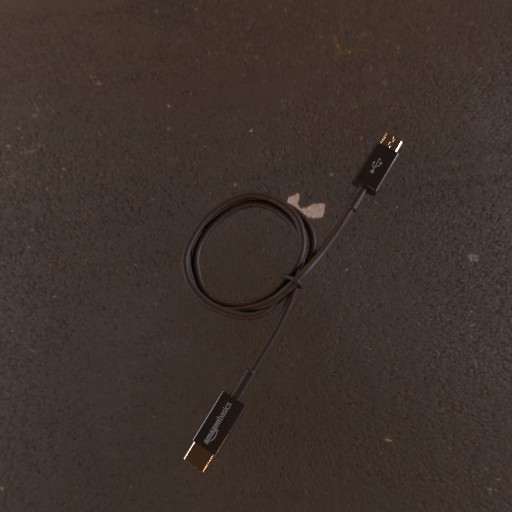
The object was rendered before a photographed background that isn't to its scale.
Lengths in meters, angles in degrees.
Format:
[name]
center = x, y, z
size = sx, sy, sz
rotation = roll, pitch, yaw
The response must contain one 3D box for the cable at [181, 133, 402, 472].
[cable]
center = 0.000, 0.000, 0.219
size = 0.070, 0.014, 0.192
rotation = 31, 77, 8
